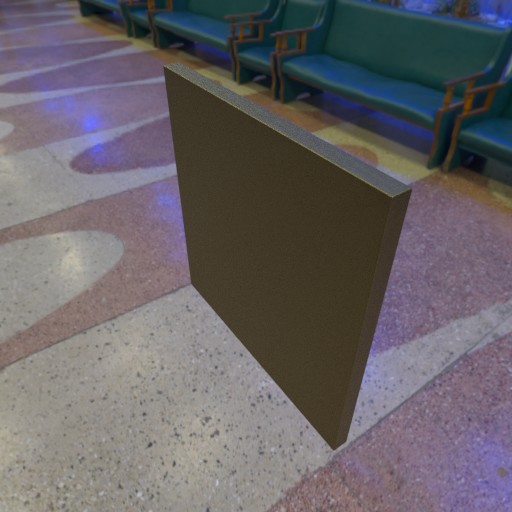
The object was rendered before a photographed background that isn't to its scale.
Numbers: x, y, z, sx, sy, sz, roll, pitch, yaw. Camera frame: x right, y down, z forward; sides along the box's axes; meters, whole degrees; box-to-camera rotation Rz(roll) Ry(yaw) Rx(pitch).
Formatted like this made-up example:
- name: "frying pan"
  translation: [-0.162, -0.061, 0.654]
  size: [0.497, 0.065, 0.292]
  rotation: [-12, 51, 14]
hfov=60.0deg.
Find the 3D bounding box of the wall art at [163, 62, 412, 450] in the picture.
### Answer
- name: "wall art"
  translation: [0.000, 0.000, 0.756]
  size: [0.031, 0.506, 0.503]
  rotation: [-24, 46, -26]
